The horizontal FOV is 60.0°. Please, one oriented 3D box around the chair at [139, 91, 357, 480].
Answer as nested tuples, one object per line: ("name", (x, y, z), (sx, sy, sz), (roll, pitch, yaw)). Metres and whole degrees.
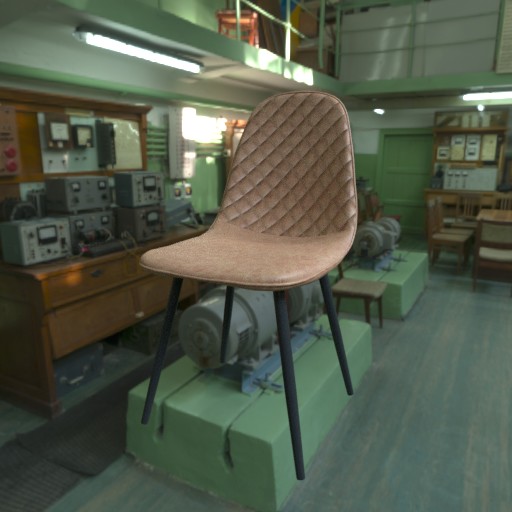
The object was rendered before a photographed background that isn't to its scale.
("chair", (0.000, 0.000, 1.183), (0.472, 0.889, 0.561), (7, 15, 27))
